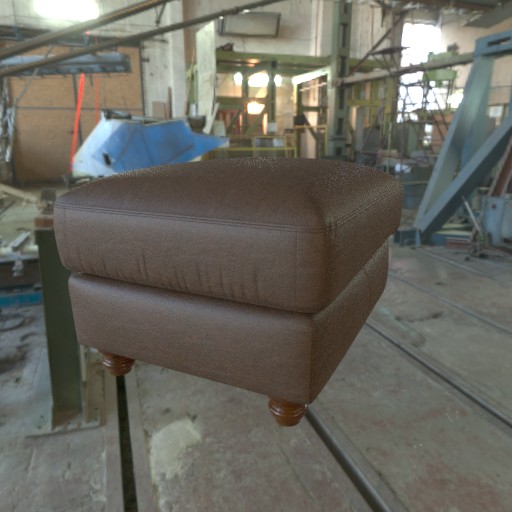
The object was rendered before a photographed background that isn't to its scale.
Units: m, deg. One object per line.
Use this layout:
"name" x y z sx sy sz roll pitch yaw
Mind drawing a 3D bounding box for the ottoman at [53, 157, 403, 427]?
"ottoman" 0.000 0.000 1.184 0.635 0.508 0.787 7 17 25
